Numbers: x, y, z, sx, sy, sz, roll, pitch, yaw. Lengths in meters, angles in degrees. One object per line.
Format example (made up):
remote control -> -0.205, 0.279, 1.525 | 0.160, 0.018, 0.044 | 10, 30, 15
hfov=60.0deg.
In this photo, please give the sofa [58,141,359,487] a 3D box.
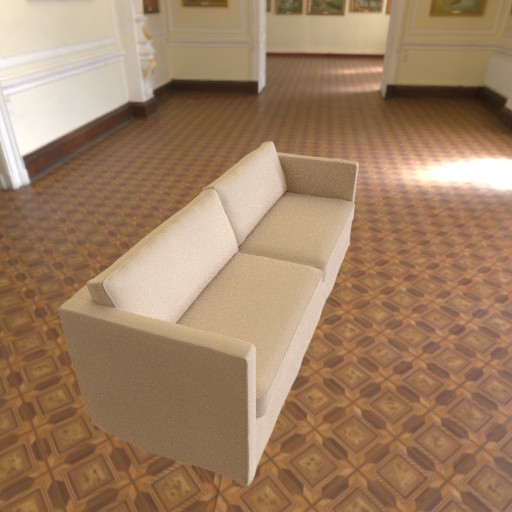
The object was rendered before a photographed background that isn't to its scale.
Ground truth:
sofa -> 0.000, 0.000, 3.249 | 1.036, 0.999, 2.779 | 11, 32, 18
